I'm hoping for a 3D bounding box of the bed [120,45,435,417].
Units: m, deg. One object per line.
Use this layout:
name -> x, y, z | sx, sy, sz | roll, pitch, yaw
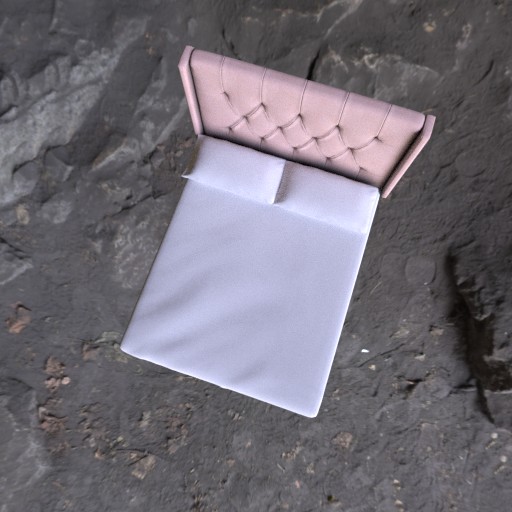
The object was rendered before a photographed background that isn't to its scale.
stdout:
bed -> 0.000, 0.000, 3.412 | 1.719, 1.665, 2.066 | 18, 76, 5
